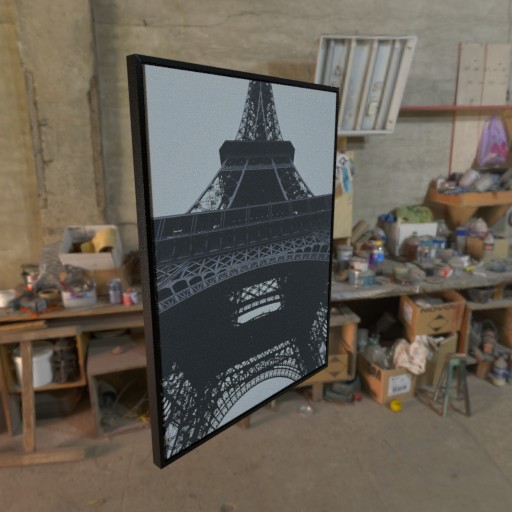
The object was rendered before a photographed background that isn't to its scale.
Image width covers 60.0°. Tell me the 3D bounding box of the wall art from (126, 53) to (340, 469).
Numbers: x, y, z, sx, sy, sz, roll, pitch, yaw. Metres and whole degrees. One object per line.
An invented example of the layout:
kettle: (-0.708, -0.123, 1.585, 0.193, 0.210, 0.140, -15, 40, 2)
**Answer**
wall art: (0.000, 0.000, 1.391, 0.040, 1.062, 0.805, 13, 19, 42)
